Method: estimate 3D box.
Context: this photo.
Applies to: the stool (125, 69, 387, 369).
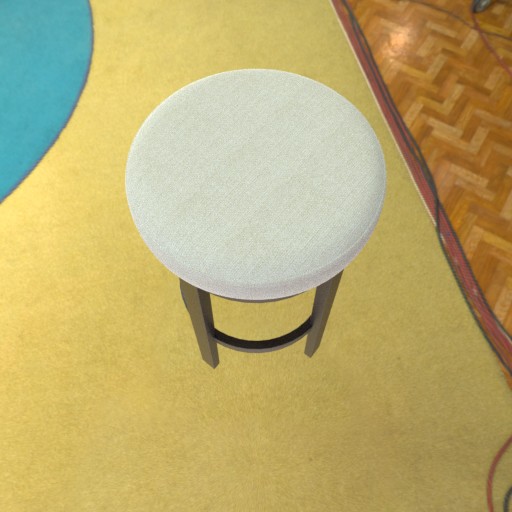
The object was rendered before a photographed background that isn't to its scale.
[{"bbox_3d":[0.000,0.000,1.032,0.446,0.758,0.446,0,65,0],"label":"stool"}]
